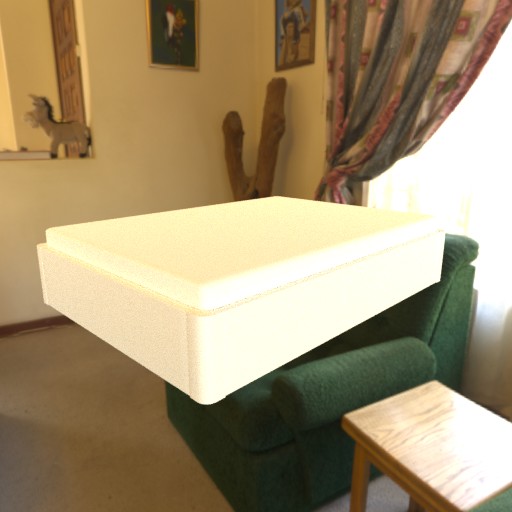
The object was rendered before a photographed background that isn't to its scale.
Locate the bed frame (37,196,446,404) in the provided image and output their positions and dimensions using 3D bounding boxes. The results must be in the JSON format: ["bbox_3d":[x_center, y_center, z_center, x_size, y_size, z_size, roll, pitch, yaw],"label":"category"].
[{"bbox_3d":[0.000,0.000,2.536,1.400,0.406,1.900,14,21,43],"label":"bed frame"}]
